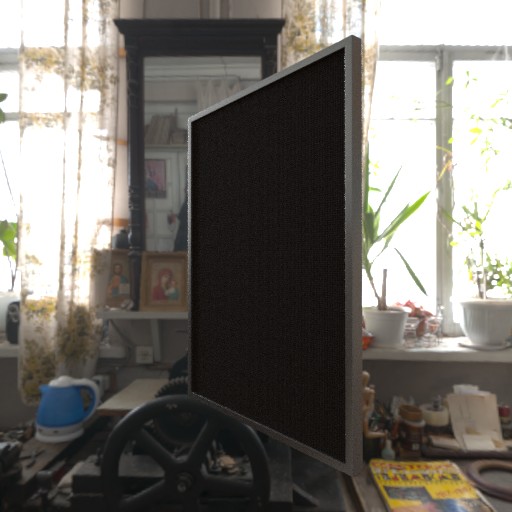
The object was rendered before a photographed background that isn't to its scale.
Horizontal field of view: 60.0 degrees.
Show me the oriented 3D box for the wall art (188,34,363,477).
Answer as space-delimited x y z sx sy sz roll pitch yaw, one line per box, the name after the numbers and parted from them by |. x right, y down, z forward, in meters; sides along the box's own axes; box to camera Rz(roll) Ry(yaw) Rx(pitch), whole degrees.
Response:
0.000 0.000 1.388 0.037 1.062 0.801 0 -1 -38 | wall art
